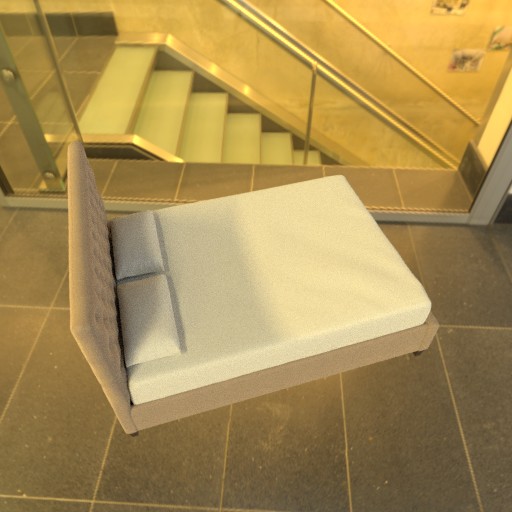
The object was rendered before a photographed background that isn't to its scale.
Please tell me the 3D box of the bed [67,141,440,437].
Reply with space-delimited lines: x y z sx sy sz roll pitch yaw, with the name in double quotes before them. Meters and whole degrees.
"bed" 0.000 0.000 3.411 2.387 1.427 1.698 -12 49 -11
